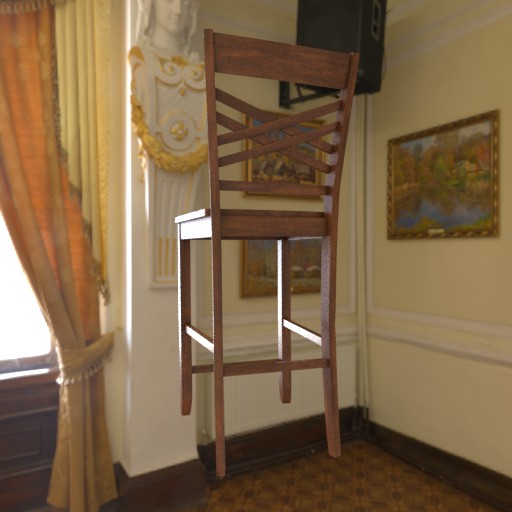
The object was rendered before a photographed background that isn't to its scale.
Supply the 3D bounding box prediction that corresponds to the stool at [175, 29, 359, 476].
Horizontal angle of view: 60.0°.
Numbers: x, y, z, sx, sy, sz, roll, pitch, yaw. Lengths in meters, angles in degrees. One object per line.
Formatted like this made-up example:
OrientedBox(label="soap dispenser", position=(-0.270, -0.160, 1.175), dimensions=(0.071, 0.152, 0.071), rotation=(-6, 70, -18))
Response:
OrientedBox(label="stool", position=(0.000, 0.000, 1.356), dimensions=(0.426, 1.098, 0.504), rotation=(0, 1, -19))
